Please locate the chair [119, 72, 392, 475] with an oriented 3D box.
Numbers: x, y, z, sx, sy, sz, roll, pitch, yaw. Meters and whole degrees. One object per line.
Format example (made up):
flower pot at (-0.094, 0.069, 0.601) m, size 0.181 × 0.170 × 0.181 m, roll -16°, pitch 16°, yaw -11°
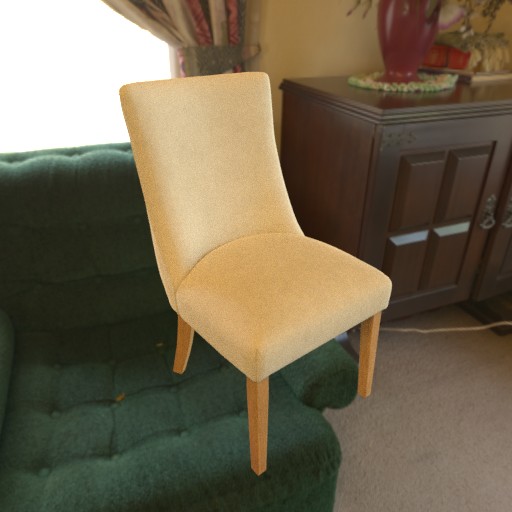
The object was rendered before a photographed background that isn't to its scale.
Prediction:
chair at (0.000, 0.000, 1.252) m, size 0.495 × 0.902 × 0.610 m, roll -21°, pitch 35°, yaw -33°
